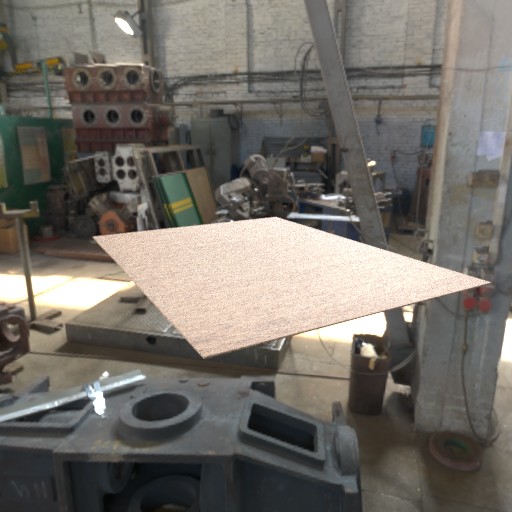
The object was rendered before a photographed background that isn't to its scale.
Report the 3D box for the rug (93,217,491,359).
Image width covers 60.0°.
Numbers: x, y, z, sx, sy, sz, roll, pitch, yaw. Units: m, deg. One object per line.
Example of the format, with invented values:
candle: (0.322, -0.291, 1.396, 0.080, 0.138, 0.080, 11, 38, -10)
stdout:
rug: (0.000, 0.000, 4.247, 2.448, 0.013, 3.205, -9, 18, -28)
